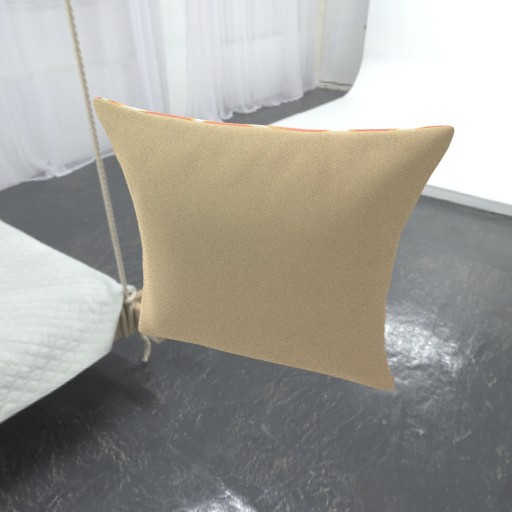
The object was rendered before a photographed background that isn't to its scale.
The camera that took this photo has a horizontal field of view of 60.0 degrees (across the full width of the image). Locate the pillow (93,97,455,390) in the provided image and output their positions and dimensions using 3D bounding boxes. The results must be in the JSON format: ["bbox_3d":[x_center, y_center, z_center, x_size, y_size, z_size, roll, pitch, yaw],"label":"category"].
[{"bbox_3d":[0.000,0.000,0.785,0.552,0.508,0.166,9,33,15],"label":"pillow"}]
